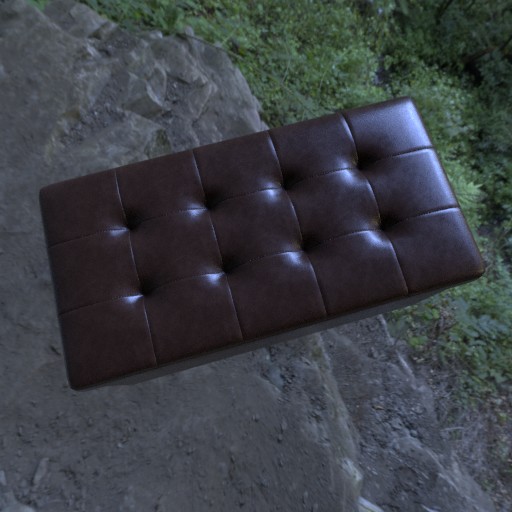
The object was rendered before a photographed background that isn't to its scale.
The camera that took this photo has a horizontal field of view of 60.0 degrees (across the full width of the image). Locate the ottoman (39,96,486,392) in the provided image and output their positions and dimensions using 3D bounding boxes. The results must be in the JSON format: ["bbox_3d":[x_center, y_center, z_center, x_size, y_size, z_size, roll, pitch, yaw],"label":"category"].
[{"bbox_3d":[0.000,0.000,1.093,0.838,0.470,0.432,-15,75,-4],"label":"ottoman"}]
